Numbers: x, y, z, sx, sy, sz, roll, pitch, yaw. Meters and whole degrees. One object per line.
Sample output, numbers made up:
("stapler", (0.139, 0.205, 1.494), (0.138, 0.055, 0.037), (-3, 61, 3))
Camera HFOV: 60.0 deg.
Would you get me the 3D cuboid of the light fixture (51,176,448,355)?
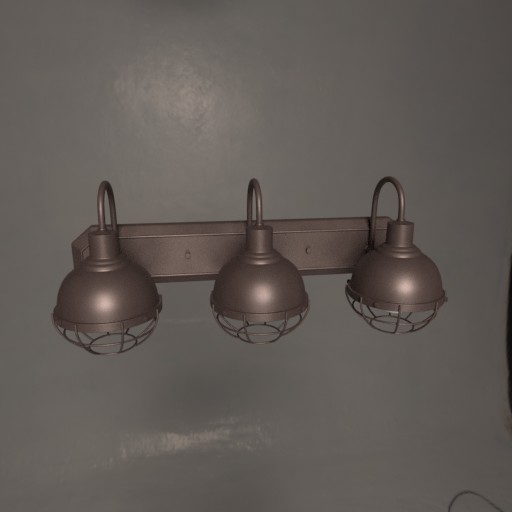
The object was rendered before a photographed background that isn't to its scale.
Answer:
("light fixture", (0.000, 0.000, 0.743), (0.634, 0.254, 0.229), (-2, 16, -9))
